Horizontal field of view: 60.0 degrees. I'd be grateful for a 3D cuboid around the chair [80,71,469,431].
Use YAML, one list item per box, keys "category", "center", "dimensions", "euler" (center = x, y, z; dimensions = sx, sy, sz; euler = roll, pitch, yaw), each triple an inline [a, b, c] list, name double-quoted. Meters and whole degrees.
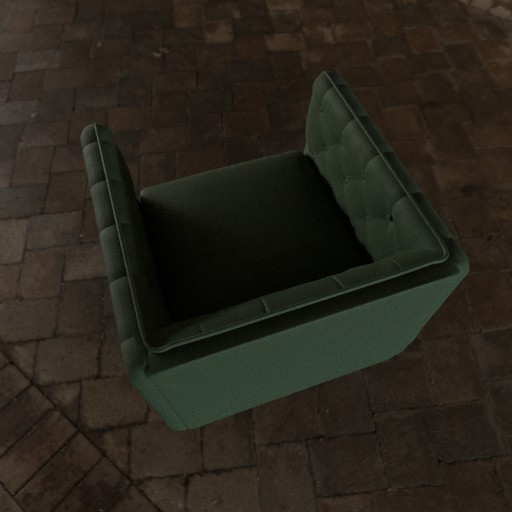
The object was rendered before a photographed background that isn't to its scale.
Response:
- category: "chair"
  center: [0.000, 0.000, 1.537]
  dimensions: [0.917, 0.768, 0.855]
  euler: [-16, 60, -10]
